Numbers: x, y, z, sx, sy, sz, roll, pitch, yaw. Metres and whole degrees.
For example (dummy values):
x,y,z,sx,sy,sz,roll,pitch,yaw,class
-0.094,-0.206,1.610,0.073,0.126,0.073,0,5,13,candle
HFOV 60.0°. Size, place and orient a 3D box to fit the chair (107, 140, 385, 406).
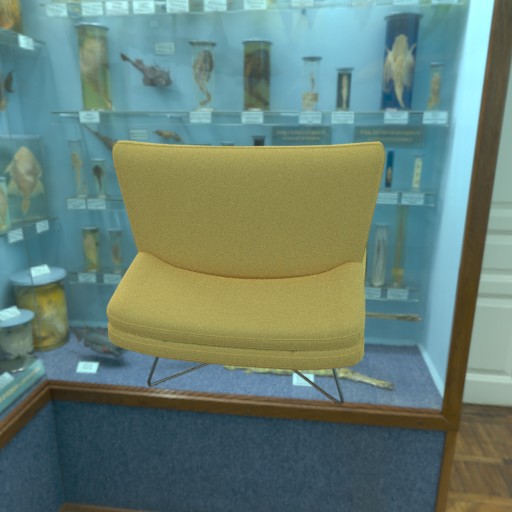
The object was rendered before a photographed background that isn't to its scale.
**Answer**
x,y,z,sx,sy,sz,roll,pitch,yaw,class
0.000,0.000,1.682,0.859,0.855,1.008,3,16,9,chair
